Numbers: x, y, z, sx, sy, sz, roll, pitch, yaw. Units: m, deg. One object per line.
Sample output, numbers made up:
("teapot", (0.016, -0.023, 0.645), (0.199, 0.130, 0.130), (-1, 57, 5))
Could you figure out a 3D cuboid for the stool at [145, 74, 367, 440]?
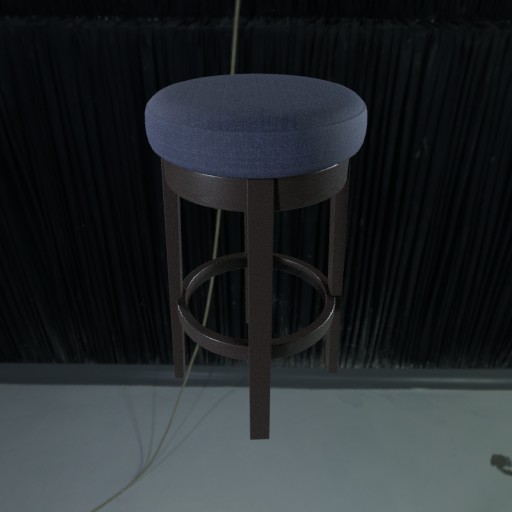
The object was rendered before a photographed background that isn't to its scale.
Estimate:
("stool", (0.000, 0.000, 1.043), (0.446, 0.758, 0.446), (0, 32, 0))
